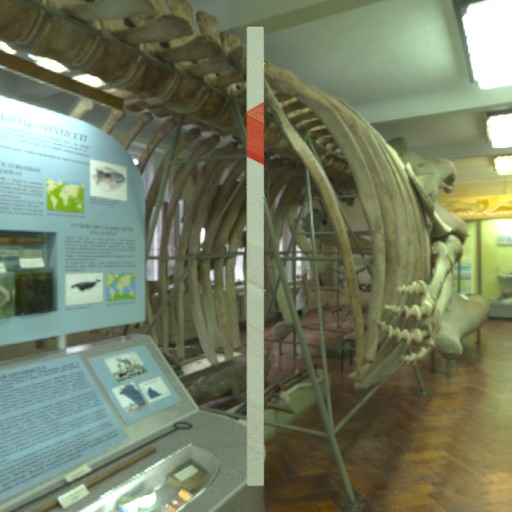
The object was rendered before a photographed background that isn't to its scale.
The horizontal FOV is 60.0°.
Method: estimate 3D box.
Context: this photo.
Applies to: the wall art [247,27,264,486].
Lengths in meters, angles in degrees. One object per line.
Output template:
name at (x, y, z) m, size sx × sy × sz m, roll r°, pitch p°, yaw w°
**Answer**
wall art at (0.000, 0.000, 1.356) m, size 0.045 × 1.014 × 0.759 m, roll 0°, pitch 1°, yaw 0°
